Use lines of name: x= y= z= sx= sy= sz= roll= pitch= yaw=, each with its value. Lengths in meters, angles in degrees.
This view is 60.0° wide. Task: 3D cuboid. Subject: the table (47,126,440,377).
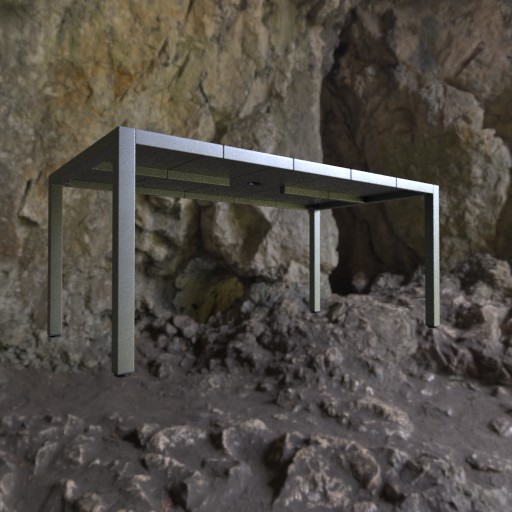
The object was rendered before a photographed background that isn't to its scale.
table: x=0.000 y=0.000 z=2.149 sx=1.680 sy=0.735 sz=0.914 roll=1 pitch=-1 yaw=-37
